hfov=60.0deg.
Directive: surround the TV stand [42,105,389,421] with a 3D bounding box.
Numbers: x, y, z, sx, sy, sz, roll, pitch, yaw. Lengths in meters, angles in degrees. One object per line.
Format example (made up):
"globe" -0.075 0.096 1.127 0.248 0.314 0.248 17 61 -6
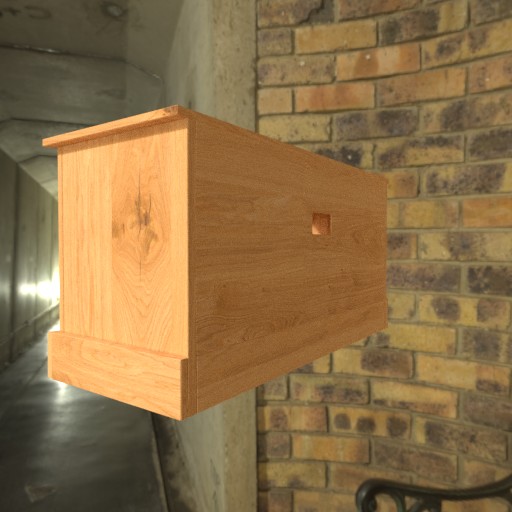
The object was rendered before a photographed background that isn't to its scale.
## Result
"TV stand" 0.000 0.000 1.333 0.440 0.550 1.080 1 2 36
